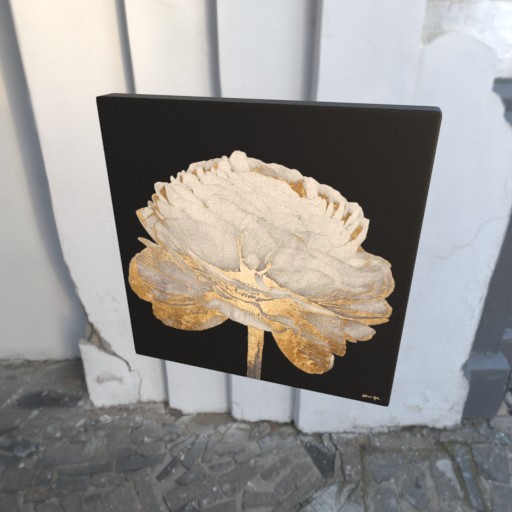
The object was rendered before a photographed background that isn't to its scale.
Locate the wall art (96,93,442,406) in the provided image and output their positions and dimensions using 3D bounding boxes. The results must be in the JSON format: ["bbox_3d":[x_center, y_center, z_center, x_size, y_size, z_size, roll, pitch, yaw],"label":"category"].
[{"bbox_3d":[0.000,0.000,0.608,0.406,0.407,0.041,8,28,15],"label":"wall art"}]
